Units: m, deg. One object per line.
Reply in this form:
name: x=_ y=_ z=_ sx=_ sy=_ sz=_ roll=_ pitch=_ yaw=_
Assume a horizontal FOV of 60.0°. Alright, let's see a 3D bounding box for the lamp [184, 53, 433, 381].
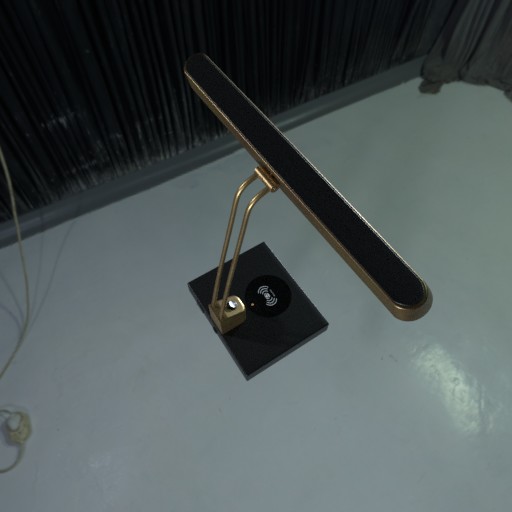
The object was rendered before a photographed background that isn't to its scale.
lamp: x=0.000 y=0.000 z=0.591 sx=0.156 sy=0.345 sz=0.412 roll=-29 pitch=63 yaw=-17
